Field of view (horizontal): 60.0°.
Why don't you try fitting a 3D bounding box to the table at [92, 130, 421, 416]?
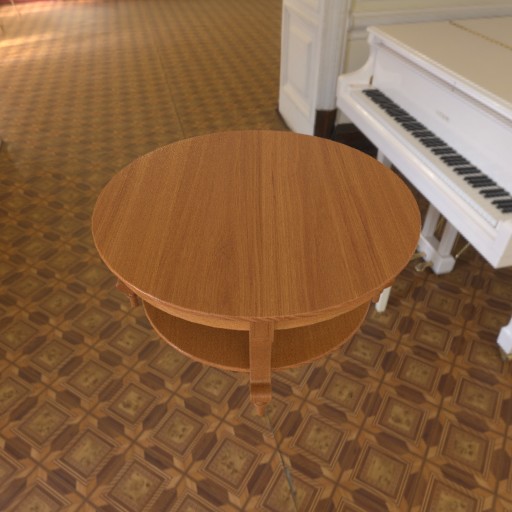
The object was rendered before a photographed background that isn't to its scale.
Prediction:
[{"bbox_3d":[0.000,0.000,1.587,1.029,0.490,1.029,0,40,0],"label":"table"}]
